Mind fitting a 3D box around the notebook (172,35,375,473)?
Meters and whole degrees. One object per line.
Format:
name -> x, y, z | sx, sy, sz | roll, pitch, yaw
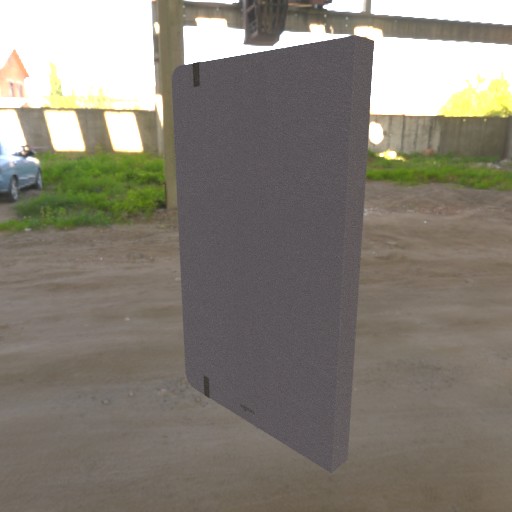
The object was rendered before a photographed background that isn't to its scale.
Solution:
notebook -> 0.000, 0.000, 0.254 | 0.127, 0.213, 0.016 | 14, 21, 42
